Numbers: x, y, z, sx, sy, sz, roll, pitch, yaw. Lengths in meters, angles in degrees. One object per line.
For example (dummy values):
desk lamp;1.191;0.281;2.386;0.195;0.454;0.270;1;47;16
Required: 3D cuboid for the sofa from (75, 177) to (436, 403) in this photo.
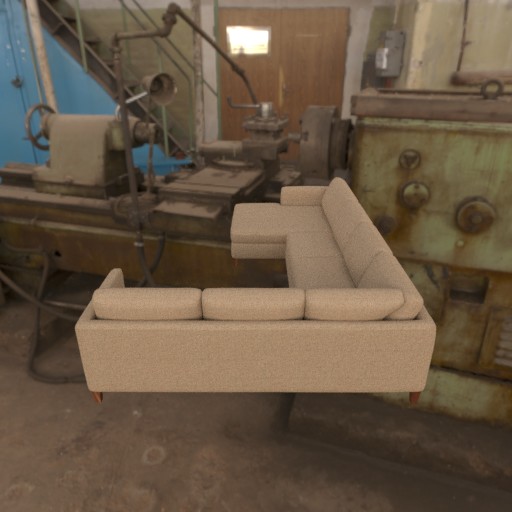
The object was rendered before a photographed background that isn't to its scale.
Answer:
sofa;0.000;0.000;4.669;2.551;0.889;3.403;0;25;0
